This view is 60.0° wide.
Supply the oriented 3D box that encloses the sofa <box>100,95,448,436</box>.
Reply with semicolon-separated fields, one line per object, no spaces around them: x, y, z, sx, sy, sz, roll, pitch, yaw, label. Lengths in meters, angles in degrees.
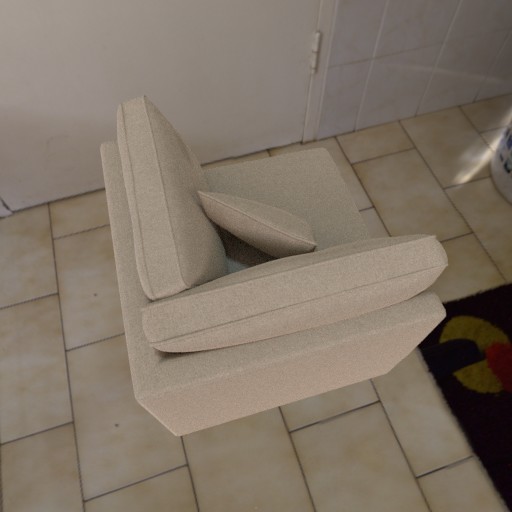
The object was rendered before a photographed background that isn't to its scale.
0.000;0.000;1.960;1.084;1.002;1.146;-14;61;-8;sofa
